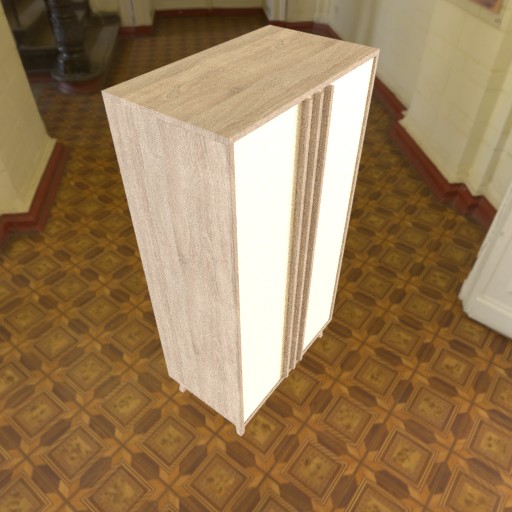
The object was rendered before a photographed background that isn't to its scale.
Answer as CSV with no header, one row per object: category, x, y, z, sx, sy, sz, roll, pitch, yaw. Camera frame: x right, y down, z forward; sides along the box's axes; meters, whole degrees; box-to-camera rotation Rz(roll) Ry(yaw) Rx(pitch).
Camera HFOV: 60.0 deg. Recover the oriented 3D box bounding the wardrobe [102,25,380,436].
wardrobe,0.000,0.000,2.370,0.600,1.960,1.000,27,49,27
